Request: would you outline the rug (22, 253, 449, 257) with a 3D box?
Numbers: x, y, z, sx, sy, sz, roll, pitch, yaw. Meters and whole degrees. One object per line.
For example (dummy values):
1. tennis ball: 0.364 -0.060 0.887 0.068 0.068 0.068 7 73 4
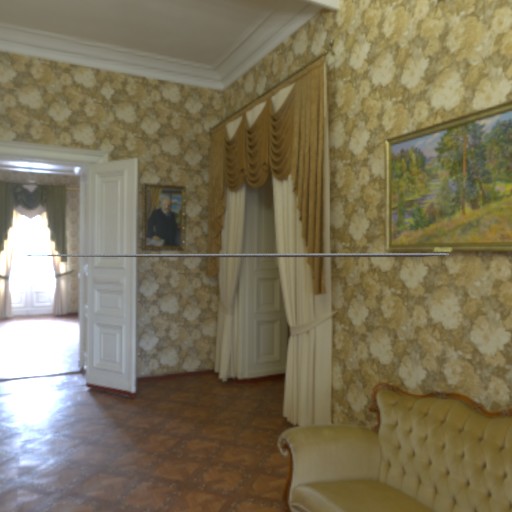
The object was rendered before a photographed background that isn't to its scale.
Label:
1. rug: 0.000 0.000 4.035 2.980 0.012 2.363 0 0 17
